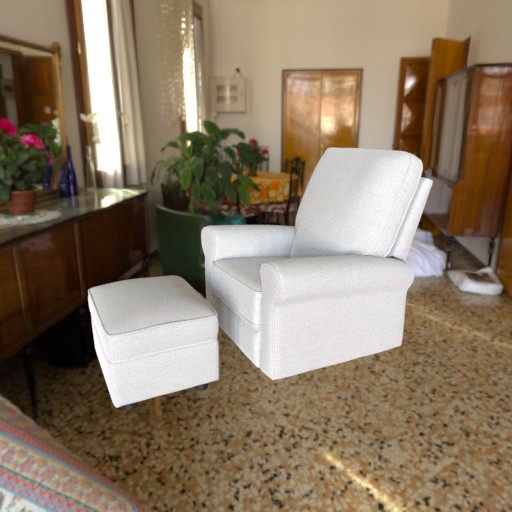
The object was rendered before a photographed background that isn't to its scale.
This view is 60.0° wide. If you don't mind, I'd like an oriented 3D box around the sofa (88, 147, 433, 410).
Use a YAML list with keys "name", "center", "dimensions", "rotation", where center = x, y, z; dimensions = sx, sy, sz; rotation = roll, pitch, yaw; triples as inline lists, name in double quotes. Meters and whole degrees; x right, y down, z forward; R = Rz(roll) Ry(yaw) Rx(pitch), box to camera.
- name: "sofa"
  center: [0.000, 0.000, 2.083]
  dimensions: [1.478, 0.959, 0.880]
  rotation: [-8, 18, -26]
